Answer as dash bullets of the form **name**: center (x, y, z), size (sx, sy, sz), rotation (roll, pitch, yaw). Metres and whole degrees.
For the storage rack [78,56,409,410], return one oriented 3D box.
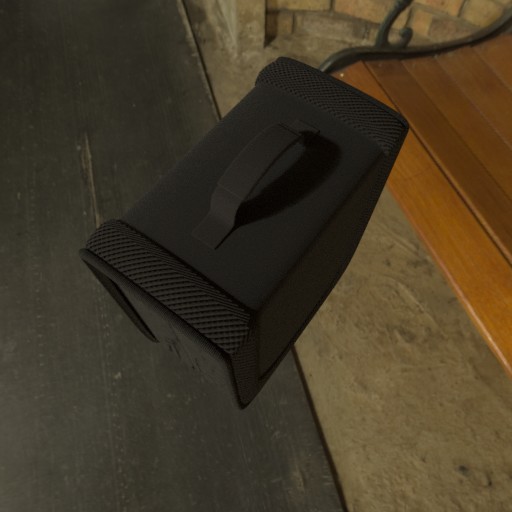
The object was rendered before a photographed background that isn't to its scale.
- **storage rack**: center (0.000, 0.000, 0.540), size (0.168, 0.387, 0.297), rotation (34, 68, 15)
